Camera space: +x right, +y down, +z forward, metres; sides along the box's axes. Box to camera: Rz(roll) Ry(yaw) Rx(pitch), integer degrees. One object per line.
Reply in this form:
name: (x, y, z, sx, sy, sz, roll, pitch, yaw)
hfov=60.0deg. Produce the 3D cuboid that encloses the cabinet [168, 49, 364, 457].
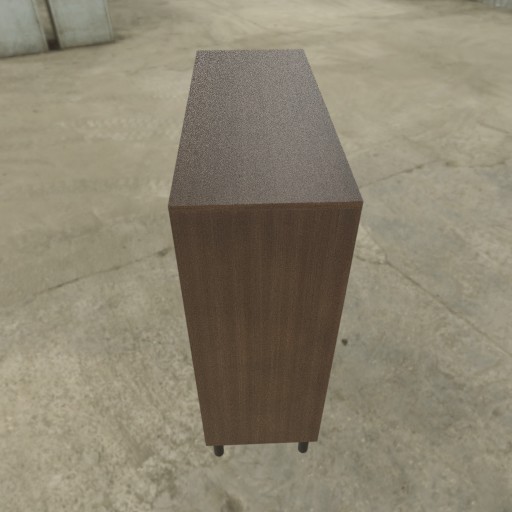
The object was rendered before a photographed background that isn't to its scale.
cabinet: (0.000, 0.000, 1.668, 0.400, 1.170, 1.010, -2, 41, -2)
